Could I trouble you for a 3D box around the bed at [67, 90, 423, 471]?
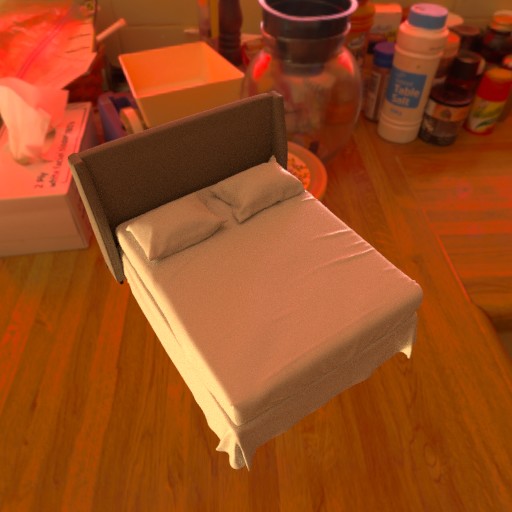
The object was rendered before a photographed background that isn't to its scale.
[{"bbox_3d":[0.000,0.000,3.482,1.925,1.332,2.276,-26,52,-22],"label":"bed"}]
